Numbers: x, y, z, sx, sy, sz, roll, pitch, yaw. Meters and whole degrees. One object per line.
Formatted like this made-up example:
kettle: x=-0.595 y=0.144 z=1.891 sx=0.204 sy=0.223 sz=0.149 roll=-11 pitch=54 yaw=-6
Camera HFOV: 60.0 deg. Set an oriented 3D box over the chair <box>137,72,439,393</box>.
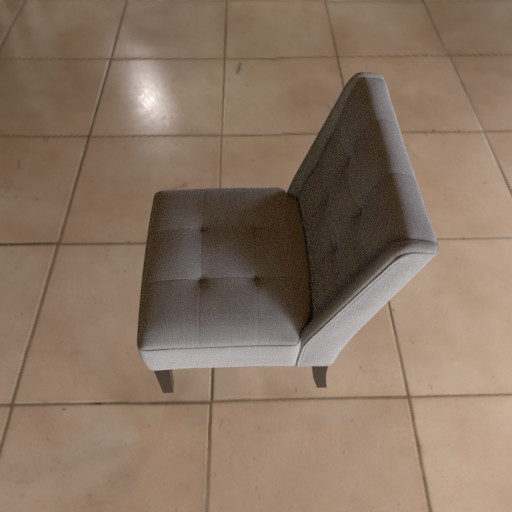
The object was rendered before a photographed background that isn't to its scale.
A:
chair: x=0.000 y=0.000 z=1.314 sx=0.676 sy=0.853 sz=0.569 roll=-2 pitch=57 yaw=-1
